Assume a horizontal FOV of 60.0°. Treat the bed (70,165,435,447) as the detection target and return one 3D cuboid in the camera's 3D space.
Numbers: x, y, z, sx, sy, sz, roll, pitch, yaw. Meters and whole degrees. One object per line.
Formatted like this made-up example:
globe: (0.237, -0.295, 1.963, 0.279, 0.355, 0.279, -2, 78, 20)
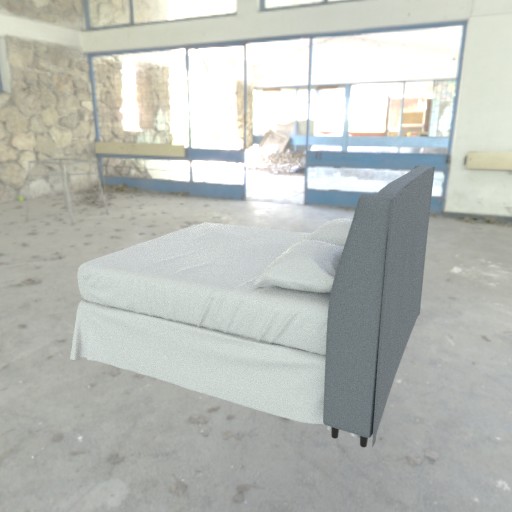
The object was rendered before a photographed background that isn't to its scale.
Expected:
bed: (0.000, 0.000, 3.377, 2.276, 1.332, 1.925, 8, 18, 25)
